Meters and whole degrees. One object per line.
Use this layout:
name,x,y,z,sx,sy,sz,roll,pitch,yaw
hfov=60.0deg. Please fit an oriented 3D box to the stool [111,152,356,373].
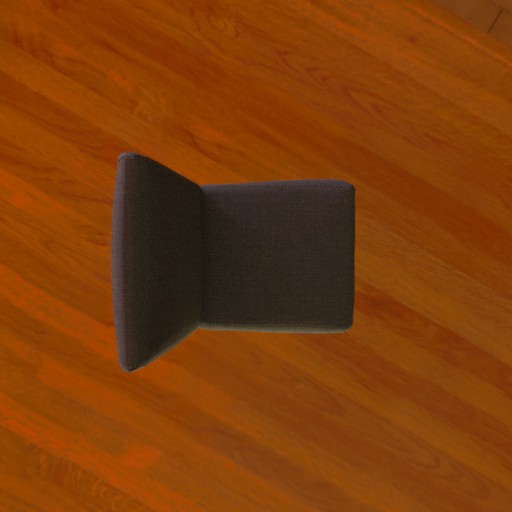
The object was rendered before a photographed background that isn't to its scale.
stool,0.000,0.000,1.395,0.574,1.088,0.454,0,91,-1
